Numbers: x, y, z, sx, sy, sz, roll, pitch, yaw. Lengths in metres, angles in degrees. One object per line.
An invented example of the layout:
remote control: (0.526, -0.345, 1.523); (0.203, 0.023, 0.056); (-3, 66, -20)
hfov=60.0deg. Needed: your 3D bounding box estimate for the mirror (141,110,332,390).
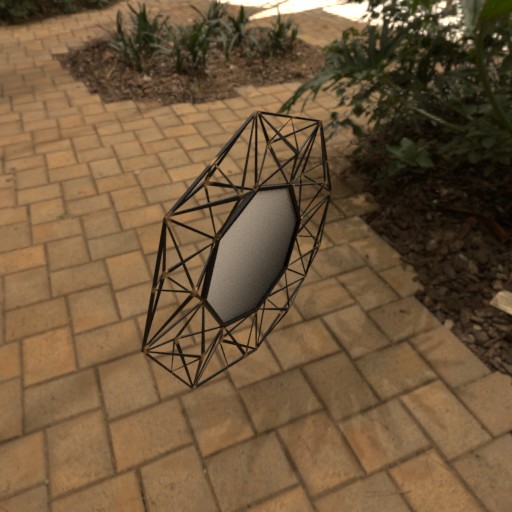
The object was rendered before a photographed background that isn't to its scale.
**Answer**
mirror: (0.000, 0.000, 1.055); (0.094, 0.710, 0.710); (26, 47, 28)
